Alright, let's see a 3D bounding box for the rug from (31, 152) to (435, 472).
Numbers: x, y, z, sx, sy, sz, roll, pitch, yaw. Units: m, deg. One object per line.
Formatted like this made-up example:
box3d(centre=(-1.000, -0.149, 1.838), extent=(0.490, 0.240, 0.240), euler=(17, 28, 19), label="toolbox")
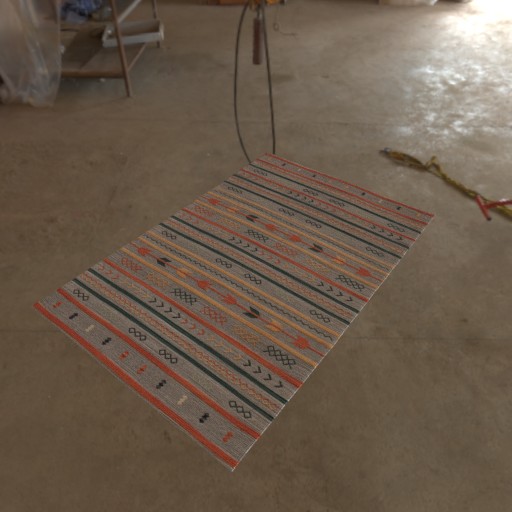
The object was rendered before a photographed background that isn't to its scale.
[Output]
box3d(centre=(0.000, 0.000, 2.307), extent=(1.220, 0.017, 1.835), euler=(27, 48, 27), label="rug")
